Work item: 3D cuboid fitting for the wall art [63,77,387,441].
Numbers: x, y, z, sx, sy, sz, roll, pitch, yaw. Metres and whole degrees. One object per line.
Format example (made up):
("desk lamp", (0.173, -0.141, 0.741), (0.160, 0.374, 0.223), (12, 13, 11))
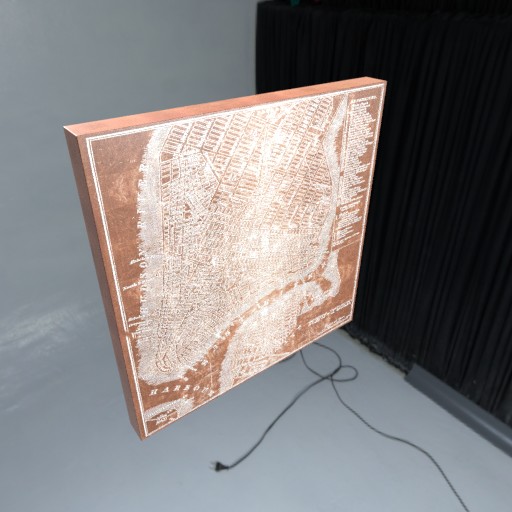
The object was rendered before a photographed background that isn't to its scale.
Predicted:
("wall art", (0.000, 0.000, 0.590), (0.403, 0.403, 0.035), (-22, 38, -31))
